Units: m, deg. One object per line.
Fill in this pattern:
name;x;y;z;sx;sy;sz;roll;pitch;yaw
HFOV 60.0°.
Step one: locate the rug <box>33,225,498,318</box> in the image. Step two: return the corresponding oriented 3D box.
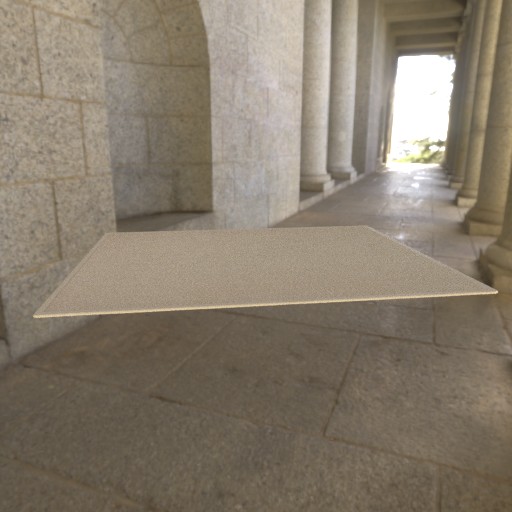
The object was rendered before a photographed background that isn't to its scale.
rug;0.000;0.000;3.994;3.051;0.020;2.407;-2;15;-8
